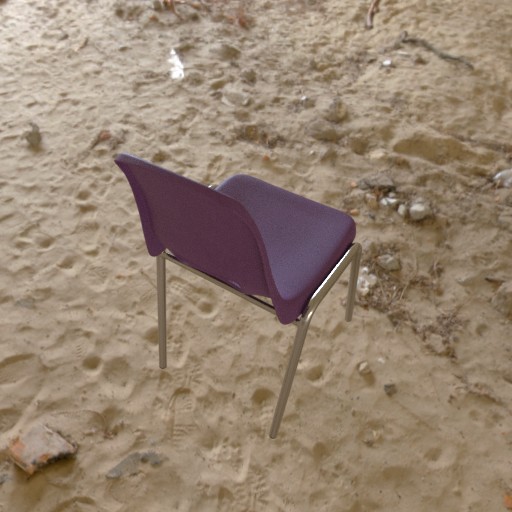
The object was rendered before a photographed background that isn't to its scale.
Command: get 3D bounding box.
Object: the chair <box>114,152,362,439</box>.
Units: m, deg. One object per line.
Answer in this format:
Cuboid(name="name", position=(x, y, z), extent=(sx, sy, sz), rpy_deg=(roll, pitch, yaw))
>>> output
Cuboid(name="chair", position=(0.000, 0.000, 0.953), extent=(0.381, 0.704, 0.432), rpy_deg=(25, 52, 21))
